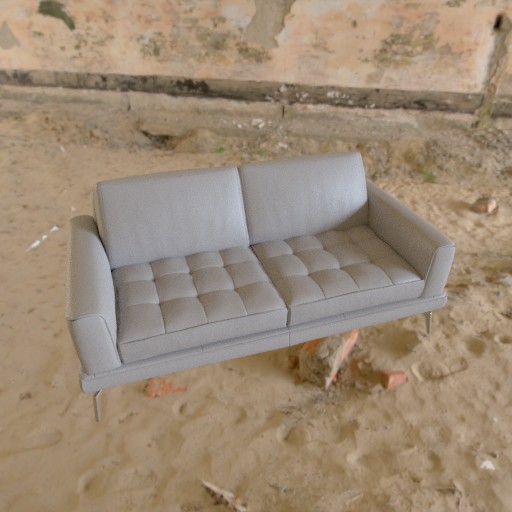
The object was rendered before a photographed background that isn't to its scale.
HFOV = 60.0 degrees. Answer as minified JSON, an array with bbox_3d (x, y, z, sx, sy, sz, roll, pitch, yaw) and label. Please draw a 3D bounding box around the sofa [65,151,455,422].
[{"bbox_3d":[0.000,0.000,2.743,2.177,0.930,1.121,-10,34,-15],"label":"sofa"}]
